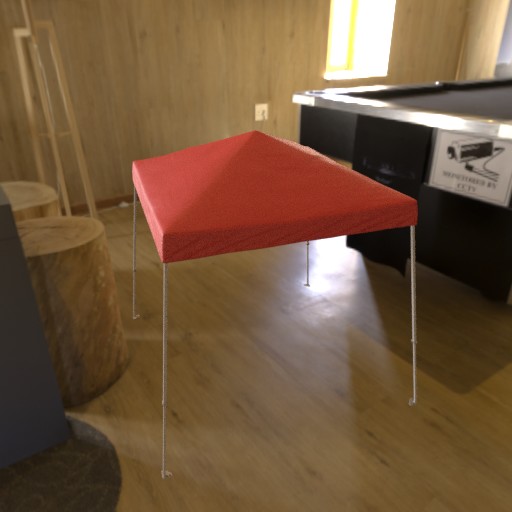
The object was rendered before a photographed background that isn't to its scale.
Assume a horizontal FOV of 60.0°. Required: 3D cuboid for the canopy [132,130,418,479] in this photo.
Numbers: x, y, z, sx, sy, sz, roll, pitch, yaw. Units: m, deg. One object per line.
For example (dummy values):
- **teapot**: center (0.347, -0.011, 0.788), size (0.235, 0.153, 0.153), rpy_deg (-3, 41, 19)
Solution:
- **canopy**: center (0.000, 0.000, 6.486), size (3.600, 3.600, 3.599), rpy_deg (-9, 28, -17)
